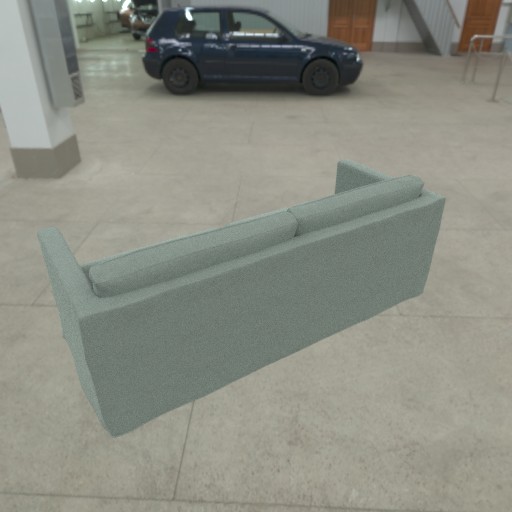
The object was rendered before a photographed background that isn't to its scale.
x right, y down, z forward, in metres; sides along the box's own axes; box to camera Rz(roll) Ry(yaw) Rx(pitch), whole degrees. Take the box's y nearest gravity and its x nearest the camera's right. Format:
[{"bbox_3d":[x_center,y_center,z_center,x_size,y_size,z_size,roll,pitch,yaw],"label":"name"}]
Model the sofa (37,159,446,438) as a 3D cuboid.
[{"bbox_3d":[0.000,0.000,2.758,2.312,0.853,0.962,-18,35,-28],"label":"sofa"}]
